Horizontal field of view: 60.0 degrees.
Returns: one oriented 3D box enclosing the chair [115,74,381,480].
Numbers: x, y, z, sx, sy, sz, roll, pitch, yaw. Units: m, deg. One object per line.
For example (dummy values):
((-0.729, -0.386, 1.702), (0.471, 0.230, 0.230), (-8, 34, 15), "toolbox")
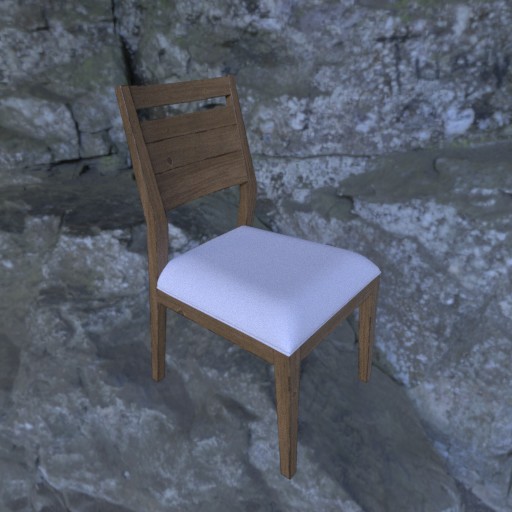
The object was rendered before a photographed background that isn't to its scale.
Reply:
((0.000, 0.000, 1.298), (0.610, 0.939, 0.497), (19, 32, 33), "chair")
